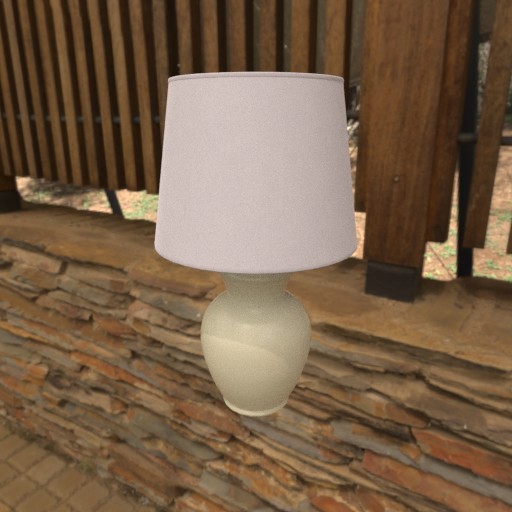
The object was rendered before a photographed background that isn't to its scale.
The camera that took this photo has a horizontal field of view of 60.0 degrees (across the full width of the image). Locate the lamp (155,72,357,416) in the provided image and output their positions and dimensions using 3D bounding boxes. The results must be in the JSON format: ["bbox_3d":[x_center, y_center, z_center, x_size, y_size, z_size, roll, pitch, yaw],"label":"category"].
[{"bbox_3d":[0.000,0.000,0.541,0.239,0.399,0.239,0,17,0],"label":"lamp"}]
